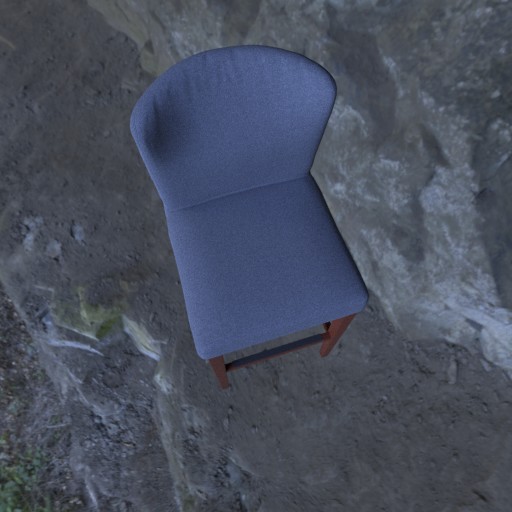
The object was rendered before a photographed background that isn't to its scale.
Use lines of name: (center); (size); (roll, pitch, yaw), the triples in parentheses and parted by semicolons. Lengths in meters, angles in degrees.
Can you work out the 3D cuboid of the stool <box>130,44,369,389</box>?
stool: (0.000, 0.000, 1.361); (0.481, 1.069, 0.568); (-16, 65, -8)
